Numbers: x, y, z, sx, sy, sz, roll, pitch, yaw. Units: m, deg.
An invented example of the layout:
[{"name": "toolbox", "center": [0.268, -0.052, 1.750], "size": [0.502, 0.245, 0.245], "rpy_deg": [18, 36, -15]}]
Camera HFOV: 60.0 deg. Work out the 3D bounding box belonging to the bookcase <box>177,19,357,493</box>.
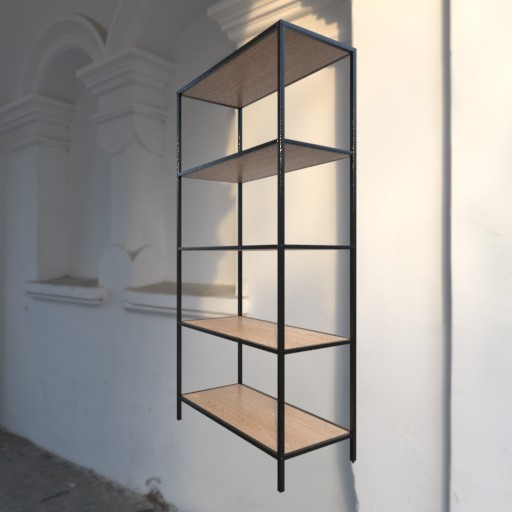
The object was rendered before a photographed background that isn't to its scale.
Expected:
[{"name": "bookcase", "center": [0.000, 0.000, 1.817], "size": [0.350, 1.500, 0.770], "rpy_deg": [0, 0, -35]}]
